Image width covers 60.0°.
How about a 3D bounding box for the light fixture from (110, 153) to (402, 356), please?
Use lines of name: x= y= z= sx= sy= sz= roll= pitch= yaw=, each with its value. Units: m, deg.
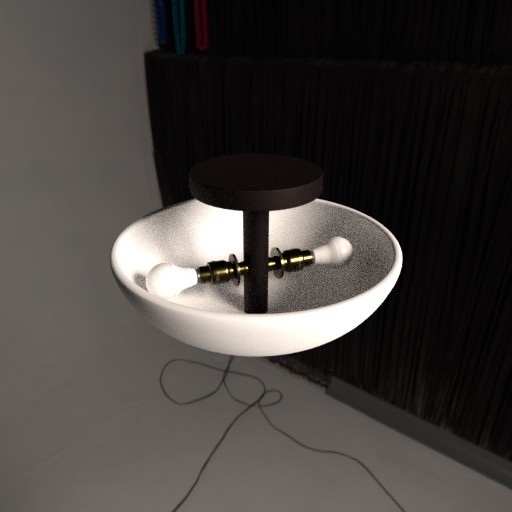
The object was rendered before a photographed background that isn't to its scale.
light fixture: x=0.000 y=0.000 z=0.532 sx=0.331 sy=0.212 sz=0.331 roll=0 pitch=27 yaw=0
